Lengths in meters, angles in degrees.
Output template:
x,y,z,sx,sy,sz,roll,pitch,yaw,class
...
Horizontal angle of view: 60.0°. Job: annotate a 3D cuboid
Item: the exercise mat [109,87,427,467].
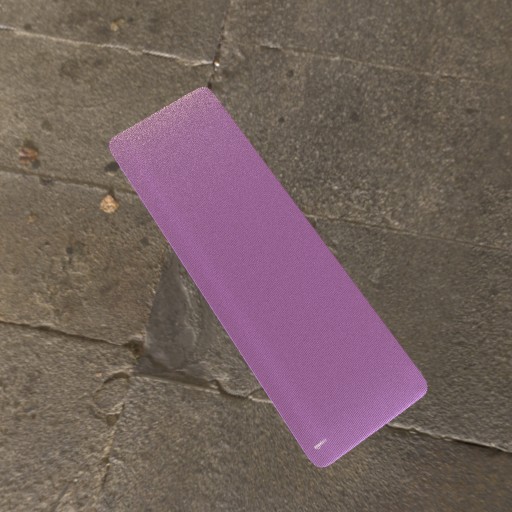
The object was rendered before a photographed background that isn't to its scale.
x,y,z,sx,sy,sz,roll,pitch,yaw,class
0.000,0.000,2.106,0.616,0.021,1.869,-33,77,-8,exercise mat
